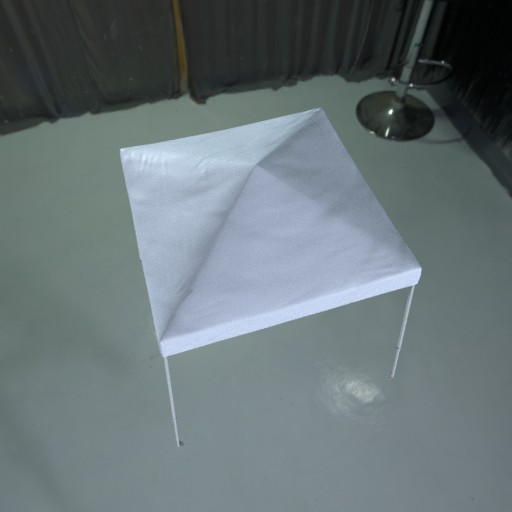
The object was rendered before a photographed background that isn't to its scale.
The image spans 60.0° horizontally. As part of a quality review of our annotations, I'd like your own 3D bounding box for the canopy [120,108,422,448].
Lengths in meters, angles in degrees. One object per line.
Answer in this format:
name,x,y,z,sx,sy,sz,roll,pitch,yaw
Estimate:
canopy,0.000,0.000,6.436,3.600,3.600,3.599,-15,57,-10
